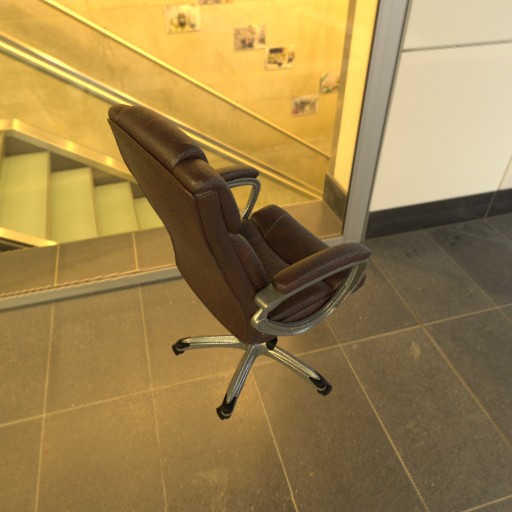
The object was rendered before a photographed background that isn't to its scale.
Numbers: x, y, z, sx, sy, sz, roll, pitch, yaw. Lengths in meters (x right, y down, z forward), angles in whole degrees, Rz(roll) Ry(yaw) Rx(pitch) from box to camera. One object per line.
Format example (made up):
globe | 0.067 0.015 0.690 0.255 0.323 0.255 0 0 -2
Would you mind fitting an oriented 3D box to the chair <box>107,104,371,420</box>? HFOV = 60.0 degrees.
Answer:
chair | 0.000 0.000 1.553 0.692 1.128 0.656 -25 46 -26
